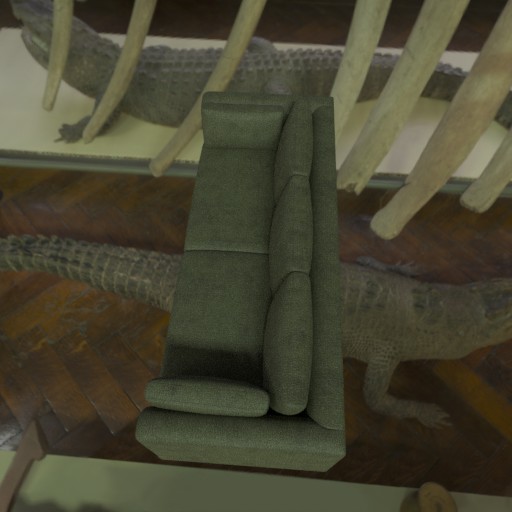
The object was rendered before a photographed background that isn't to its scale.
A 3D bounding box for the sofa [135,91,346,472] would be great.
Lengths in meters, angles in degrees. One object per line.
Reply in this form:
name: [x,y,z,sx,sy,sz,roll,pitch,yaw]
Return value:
sofa: [0.000,0.000,2.878,0.969,0.867,2.415,3,58,2]
